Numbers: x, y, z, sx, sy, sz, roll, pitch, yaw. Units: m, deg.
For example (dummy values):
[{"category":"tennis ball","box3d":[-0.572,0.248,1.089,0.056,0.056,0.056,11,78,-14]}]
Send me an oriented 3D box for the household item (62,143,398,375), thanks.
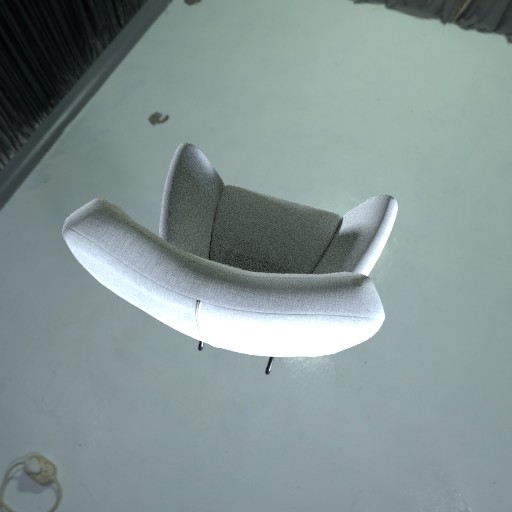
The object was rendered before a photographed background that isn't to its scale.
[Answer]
[{"category":"household item","box3d":[0.000,0.000,1.758,0.980,1.050,0.900,16,64,8]}]
